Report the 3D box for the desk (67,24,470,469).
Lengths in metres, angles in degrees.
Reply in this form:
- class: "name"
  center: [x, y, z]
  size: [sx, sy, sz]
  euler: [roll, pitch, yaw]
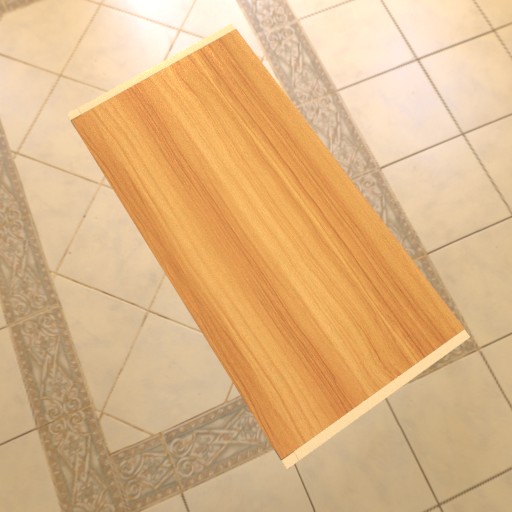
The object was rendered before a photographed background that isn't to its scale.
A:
- class: "desk"
  center: [0.000, 0.000, 1.447]
  size: [0.508, 0.762, 1.016]
  euler: [-33, 78, -8]
